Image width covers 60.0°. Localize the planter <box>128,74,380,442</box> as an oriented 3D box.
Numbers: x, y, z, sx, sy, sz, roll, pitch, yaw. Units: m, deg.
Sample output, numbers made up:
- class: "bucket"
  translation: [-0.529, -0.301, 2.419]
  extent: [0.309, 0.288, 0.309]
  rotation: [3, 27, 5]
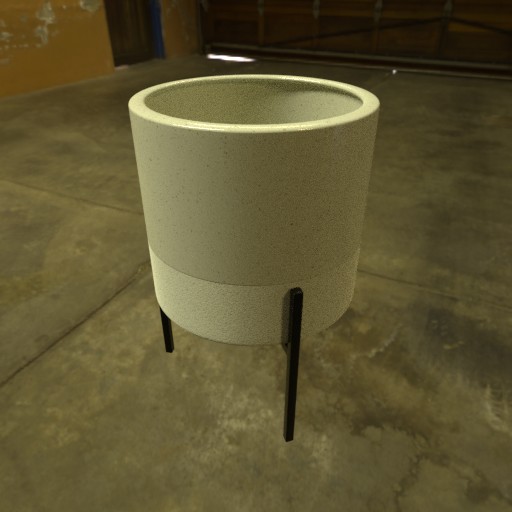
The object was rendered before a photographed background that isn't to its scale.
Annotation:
- class: "planter"
  translation: [0.000, 0.000, 0.332]
  extent: [0.152, 0.230, 0.159]
  rotation: [-10, 33, -16]
